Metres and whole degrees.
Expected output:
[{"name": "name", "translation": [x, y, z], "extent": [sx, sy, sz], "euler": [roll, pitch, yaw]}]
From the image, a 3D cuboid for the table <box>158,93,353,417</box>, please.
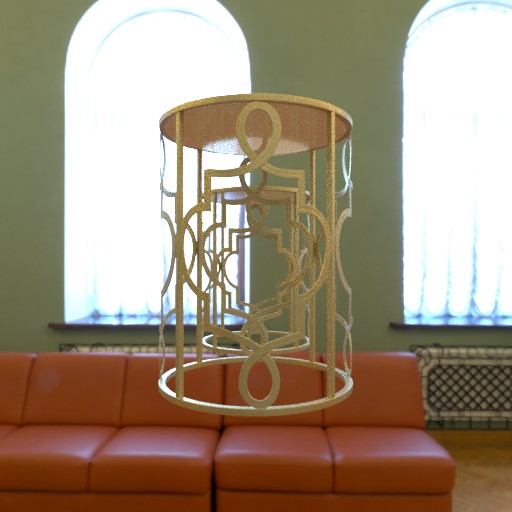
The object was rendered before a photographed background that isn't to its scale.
[{"name": "table", "translation": [0.000, 0.000, 1.196], "extent": [0.420, 0.564, 0.846], "euler": [0, 0, 0]}]
